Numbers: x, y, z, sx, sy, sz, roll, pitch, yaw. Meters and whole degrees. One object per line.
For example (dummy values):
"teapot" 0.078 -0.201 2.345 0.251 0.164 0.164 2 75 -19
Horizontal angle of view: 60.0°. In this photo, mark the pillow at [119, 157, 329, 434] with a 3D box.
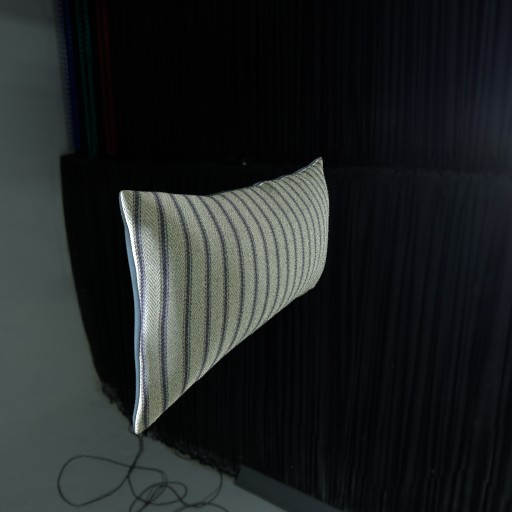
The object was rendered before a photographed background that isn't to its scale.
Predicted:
"pillow" 0.000 0.000 0.752 0.151 0.305 0.609 8 17 27
